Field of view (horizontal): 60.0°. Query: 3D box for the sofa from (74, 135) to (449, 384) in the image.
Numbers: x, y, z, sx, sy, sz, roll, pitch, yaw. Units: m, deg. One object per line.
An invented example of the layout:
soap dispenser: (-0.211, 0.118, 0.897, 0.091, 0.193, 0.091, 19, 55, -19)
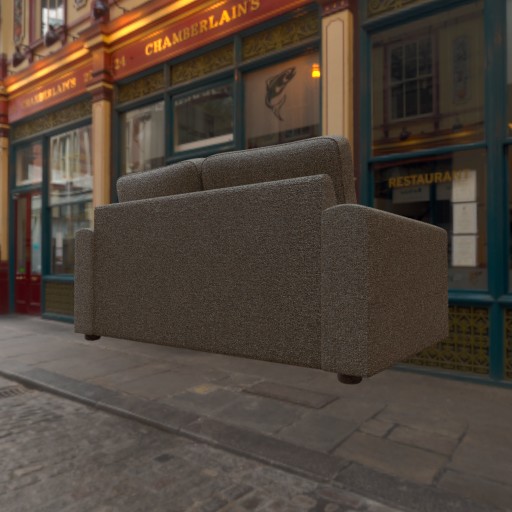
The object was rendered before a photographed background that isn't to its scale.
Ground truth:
sofa: (0.000, 0.000, 2.236, 1.616, 0.873, 1.016, -1, -2, 37)
